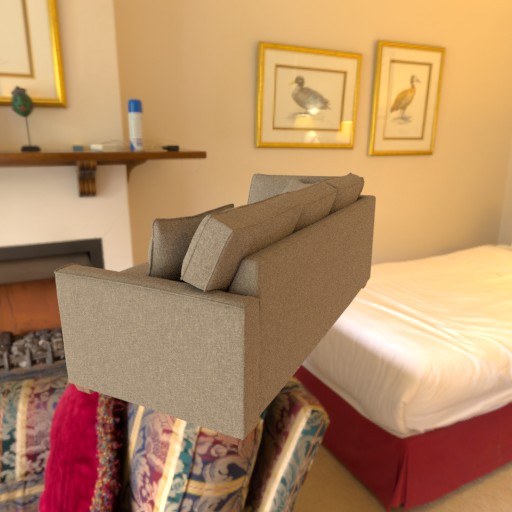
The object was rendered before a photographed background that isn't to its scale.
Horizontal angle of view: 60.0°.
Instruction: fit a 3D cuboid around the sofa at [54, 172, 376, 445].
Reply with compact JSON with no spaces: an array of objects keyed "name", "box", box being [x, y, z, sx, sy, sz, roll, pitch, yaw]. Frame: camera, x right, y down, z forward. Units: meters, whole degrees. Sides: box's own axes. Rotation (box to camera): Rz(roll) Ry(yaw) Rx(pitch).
[{"name":"sofa","box":[0.000,0.000,2.878,1.061,0.962,2.317,7,17,25]}]
